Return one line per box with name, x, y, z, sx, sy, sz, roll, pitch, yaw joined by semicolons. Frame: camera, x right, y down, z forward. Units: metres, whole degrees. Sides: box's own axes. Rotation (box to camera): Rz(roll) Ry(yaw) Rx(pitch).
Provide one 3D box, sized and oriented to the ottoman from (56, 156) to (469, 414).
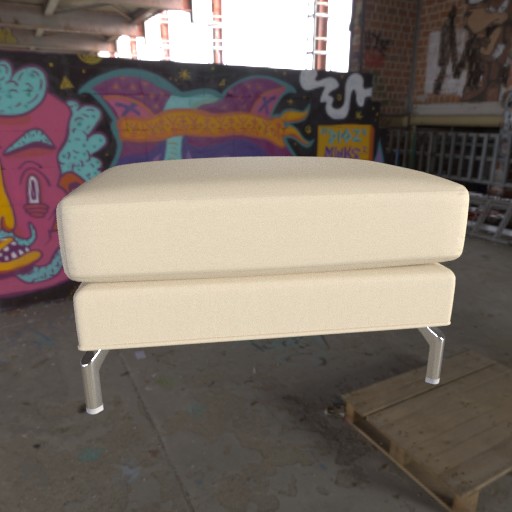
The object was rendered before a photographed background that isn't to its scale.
ottoman;0.000;0.000;1.179;0.835;0.497;0.581;-2;17;-8
